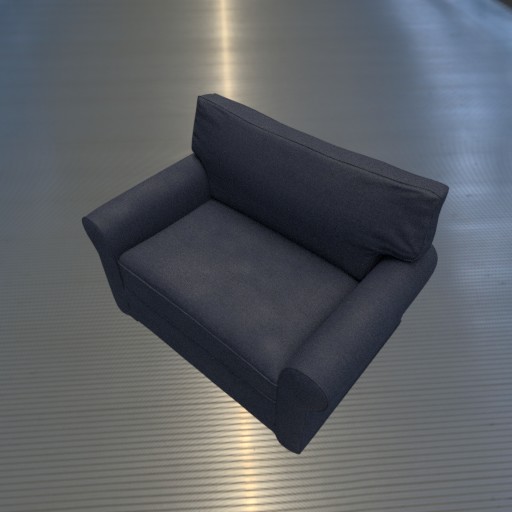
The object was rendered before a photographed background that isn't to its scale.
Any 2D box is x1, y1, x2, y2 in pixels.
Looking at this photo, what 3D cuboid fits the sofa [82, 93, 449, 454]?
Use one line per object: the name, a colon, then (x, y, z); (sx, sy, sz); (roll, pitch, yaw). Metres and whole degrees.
sofa: (0.000, 0.000, 2.085); (1.405, 1.004, 0.938); (31, 53, 27)
